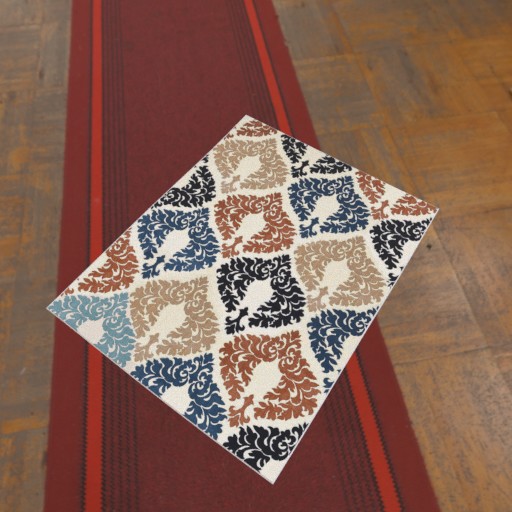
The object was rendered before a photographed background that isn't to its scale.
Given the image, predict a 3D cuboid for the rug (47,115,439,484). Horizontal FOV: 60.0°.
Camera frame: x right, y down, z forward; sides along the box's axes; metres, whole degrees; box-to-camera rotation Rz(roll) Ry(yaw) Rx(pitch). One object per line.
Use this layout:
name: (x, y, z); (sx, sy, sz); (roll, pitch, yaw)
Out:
rug: (0.000, 0.000, 4.197); (2.423, 0.014, 3.040); (31, 64, 17)
